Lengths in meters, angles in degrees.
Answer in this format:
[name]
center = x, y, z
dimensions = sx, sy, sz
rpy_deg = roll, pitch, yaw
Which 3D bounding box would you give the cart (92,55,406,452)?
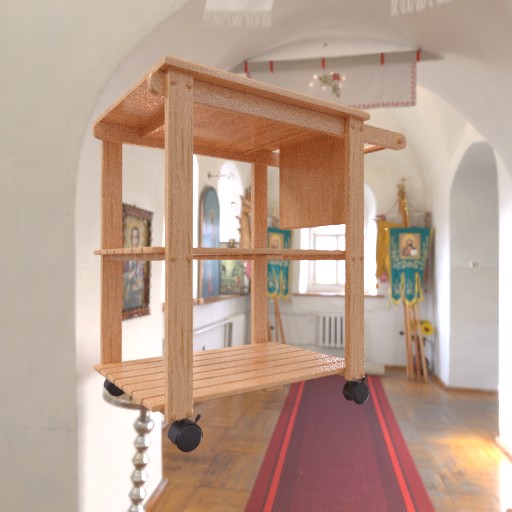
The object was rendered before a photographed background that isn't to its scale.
[cart]
center = 0.000, 0.000, 1.326
dimensions = 0.843, 0.816, 0.520
rpy_deg = 0, -1, -35
